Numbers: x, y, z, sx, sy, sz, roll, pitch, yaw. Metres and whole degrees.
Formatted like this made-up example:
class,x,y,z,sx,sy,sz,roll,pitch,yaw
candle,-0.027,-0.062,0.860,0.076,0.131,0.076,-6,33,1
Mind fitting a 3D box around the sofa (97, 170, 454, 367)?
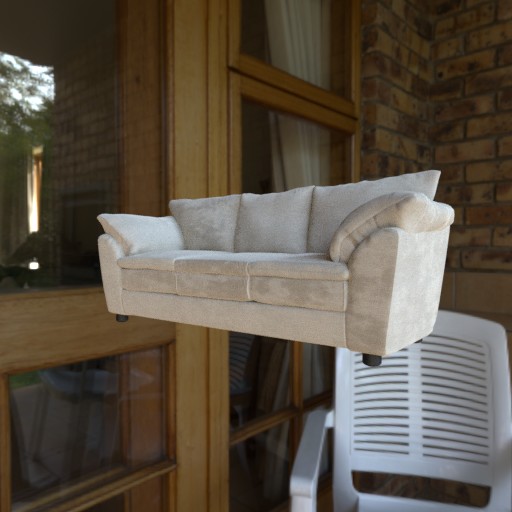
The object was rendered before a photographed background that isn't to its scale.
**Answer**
class,x,y,z,sx,sy,sz,roll,pitch,yaw
sofa,0.000,0.000,2.906,2.377,0.981,0.893,1,2,38
